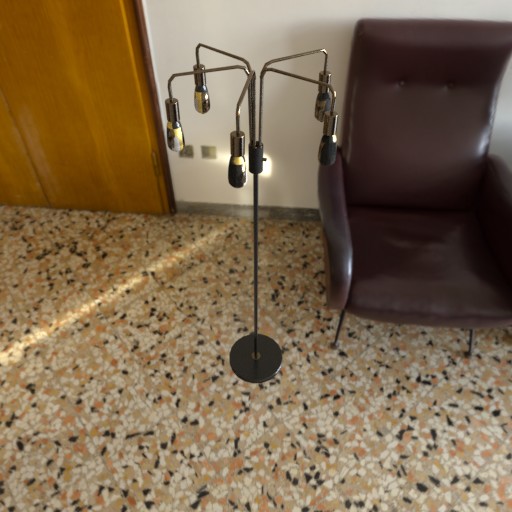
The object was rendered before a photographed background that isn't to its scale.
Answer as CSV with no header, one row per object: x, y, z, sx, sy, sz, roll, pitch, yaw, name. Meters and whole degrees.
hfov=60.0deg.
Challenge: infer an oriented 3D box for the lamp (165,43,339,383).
0.000,0.000,1.986,0.599,1.721,0.572,-23,50,-21,lamp
